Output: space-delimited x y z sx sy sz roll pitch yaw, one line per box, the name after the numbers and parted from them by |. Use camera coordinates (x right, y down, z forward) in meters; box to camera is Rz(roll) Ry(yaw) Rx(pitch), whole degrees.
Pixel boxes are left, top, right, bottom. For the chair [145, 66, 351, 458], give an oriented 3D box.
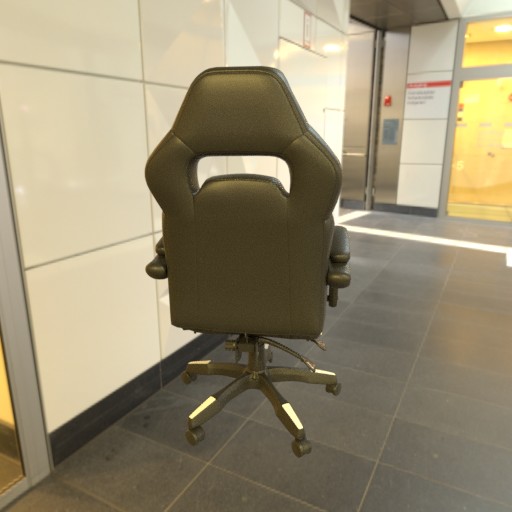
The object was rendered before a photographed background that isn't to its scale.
0.000 0.000 1.609 0.676 1.200 0.700 2 16 8 | chair
